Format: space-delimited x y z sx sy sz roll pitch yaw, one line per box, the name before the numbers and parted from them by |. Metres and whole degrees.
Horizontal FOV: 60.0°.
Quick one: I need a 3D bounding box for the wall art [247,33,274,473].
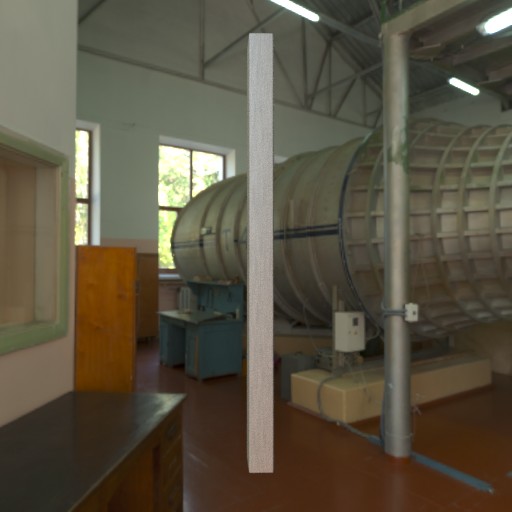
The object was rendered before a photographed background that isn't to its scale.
wall art | 0.000 0.000 0.738 0.028 0.457 0.556 0 -1 -1
